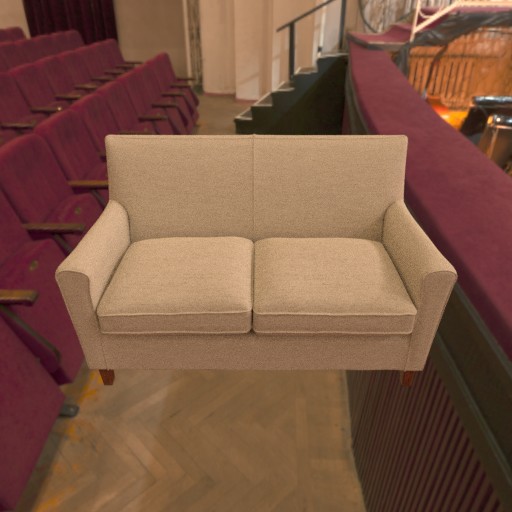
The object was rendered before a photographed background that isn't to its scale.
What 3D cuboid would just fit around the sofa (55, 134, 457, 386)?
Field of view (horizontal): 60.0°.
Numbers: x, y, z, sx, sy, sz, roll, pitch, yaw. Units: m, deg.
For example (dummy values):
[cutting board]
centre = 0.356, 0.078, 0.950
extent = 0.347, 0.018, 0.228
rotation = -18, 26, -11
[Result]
[sofa]
centre = 0.000, 0.000, 2.035
extent = 1.482, 0.892, 0.891
rotation = 0, 30, 0
